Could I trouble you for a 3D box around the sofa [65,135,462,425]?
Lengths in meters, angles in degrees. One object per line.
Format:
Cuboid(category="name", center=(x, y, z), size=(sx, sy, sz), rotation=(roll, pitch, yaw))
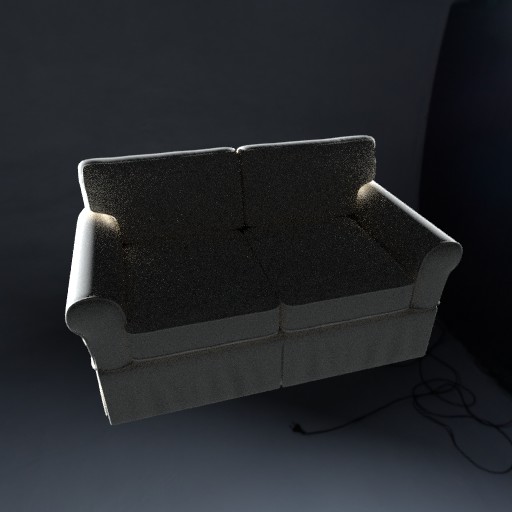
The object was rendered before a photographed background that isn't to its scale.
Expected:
Cuboid(category="sofa", center=(0.000, 0.000, 2.279), size=(1.727, 0.940, 0.991), rotation=(-8, 32, -13))
